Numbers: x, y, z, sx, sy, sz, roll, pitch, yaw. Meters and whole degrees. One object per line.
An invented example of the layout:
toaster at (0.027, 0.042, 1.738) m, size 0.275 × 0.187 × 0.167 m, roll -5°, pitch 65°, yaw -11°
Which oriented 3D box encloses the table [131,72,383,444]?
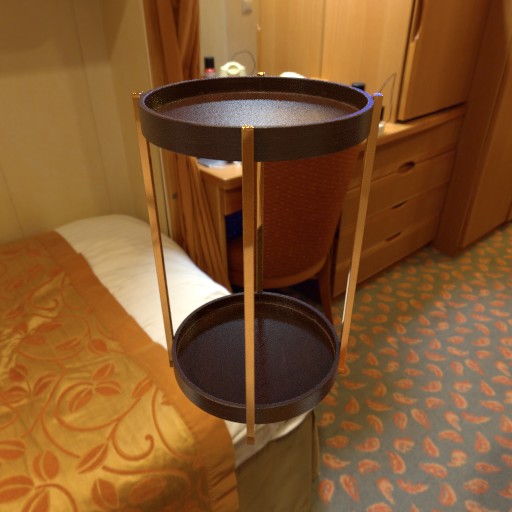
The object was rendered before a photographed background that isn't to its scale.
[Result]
table at (0.000, 0.000, 0.867) m, size 0.400 × 0.610 × 0.400 m, roll 2°, pitch 31°, yaw 3°
